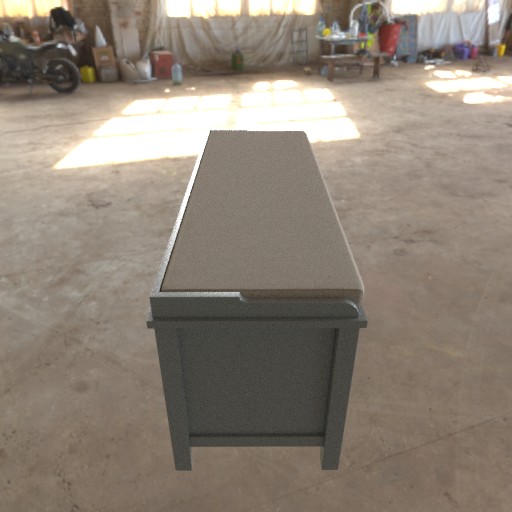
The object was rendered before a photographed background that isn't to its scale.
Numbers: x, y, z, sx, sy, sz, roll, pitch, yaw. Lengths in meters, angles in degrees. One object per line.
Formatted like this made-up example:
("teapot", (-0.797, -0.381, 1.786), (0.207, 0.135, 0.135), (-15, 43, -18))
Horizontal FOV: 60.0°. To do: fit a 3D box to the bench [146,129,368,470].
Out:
("bench", (0.000, 0.000, 1.389), (0.398, 0.501, 1.140), (0, 31, 0))
